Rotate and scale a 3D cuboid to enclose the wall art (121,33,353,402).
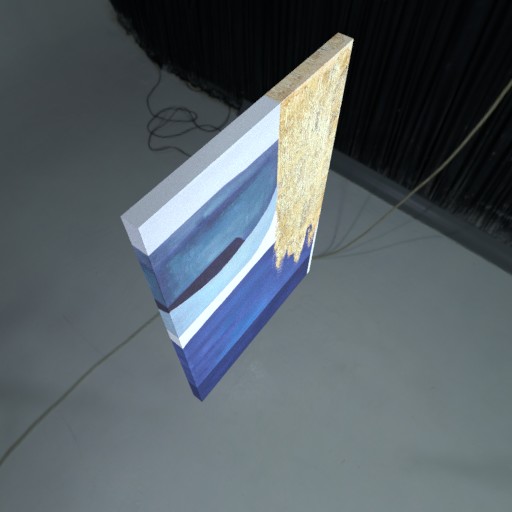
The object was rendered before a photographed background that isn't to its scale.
[{"bbox_3d":[0.000,0.000,1.158,0.039,0.911,0.607,32,62,19],"label":"wall art"}]
